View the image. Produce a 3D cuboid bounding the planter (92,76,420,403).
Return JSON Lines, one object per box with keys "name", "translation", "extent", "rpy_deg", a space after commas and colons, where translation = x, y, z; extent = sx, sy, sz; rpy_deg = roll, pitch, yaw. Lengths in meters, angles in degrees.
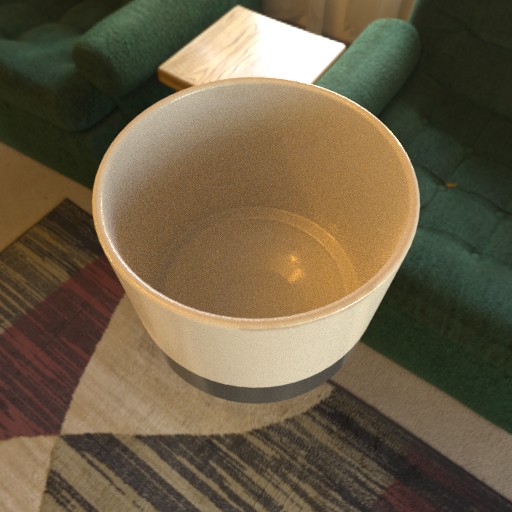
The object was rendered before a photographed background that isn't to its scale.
{"name": "planter", "translation": [0.000, 0.000, 0.339], "extent": [0.193, 0.177, 0.193], "rpy_deg": [0, 58, 0]}
